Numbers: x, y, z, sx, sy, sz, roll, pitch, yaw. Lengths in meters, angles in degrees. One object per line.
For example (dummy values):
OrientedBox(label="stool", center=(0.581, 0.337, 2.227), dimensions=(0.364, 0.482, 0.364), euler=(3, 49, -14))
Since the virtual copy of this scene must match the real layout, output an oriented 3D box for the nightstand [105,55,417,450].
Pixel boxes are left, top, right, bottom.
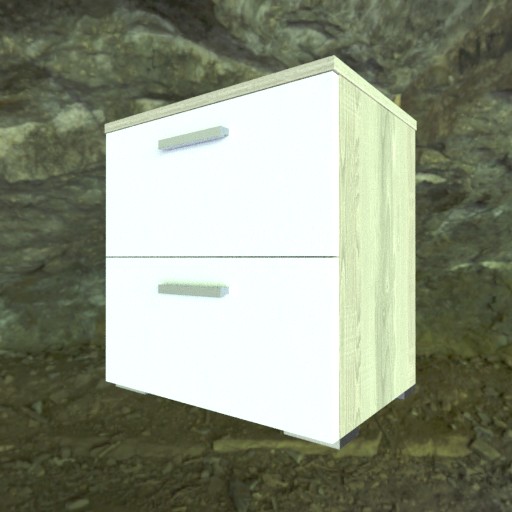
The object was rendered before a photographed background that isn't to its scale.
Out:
OrientedBox(label="nightstand", center=(0.000, 0.000, 0.758), dimensions=(0.442, 0.461, 0.325), euler=(0, 0, 37))
